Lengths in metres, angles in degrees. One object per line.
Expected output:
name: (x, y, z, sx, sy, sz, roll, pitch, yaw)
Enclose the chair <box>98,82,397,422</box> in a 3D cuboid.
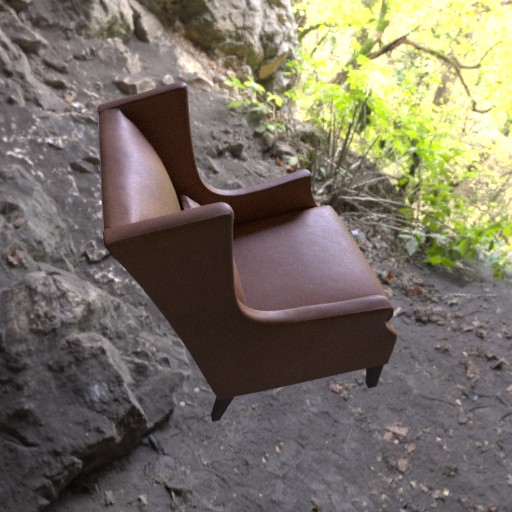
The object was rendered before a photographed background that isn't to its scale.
chair: (0.000, 0.000, 1.686, 0.913, 1.088, 0.815, -11, 47, -11)
